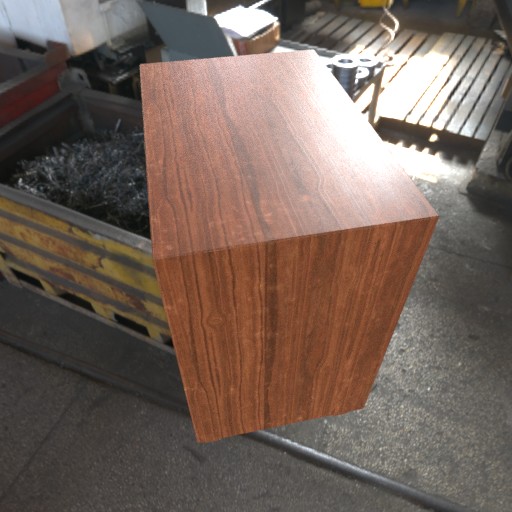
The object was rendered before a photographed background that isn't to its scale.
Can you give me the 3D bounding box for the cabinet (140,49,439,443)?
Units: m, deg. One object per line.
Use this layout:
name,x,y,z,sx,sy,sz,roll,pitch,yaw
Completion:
cabinet,0.000,0.000,1.055,0.410,0.695,0.607,-9,47,-8
